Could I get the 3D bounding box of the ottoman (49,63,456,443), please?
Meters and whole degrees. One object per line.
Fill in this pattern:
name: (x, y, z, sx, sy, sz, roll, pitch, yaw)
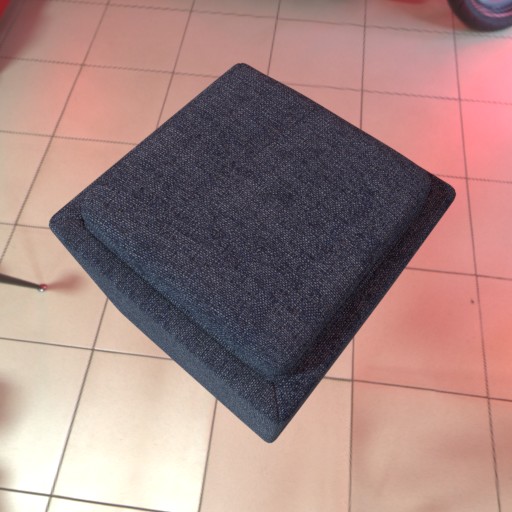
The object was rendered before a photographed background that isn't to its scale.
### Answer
ottoman: (0.000, 0.000, 0.820, 0.450, 0.460, 0.450, 37, 69, 16)
